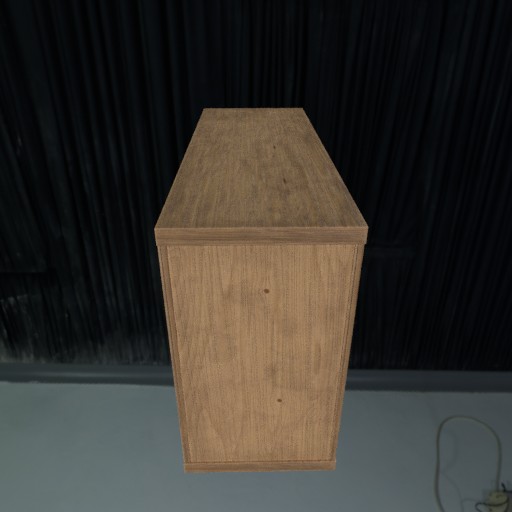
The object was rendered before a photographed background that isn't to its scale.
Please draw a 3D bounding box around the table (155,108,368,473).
[{"bbox_3d":[0.000,0.000,1.539,0.410,0.771,1.151,-1,29,-1],"label":"table"}]
